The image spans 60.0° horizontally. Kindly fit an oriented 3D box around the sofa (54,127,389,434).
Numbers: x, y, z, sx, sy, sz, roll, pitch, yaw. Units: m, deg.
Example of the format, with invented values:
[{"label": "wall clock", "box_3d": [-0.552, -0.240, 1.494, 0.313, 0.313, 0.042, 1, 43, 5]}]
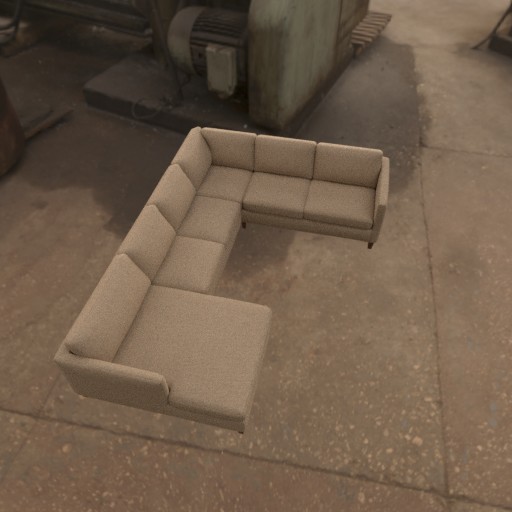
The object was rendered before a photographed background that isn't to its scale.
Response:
[{"label": "sofa", "box_3d": [0.000, 0.000, 4.574, 2.551, 0.889, 3.403, 10, 48, 9]}]
